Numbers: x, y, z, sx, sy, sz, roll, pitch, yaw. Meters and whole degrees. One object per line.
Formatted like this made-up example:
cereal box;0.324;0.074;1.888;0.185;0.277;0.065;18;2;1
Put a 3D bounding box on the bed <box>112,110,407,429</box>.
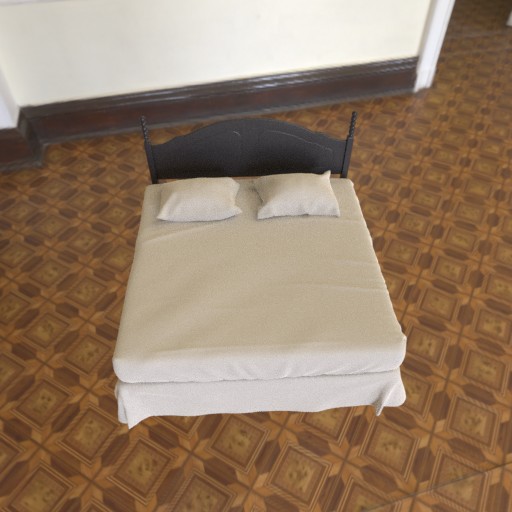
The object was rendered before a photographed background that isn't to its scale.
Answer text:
bed;0.000;0.000;3.619;2.322;1.355;2.219;-2;47;-2
